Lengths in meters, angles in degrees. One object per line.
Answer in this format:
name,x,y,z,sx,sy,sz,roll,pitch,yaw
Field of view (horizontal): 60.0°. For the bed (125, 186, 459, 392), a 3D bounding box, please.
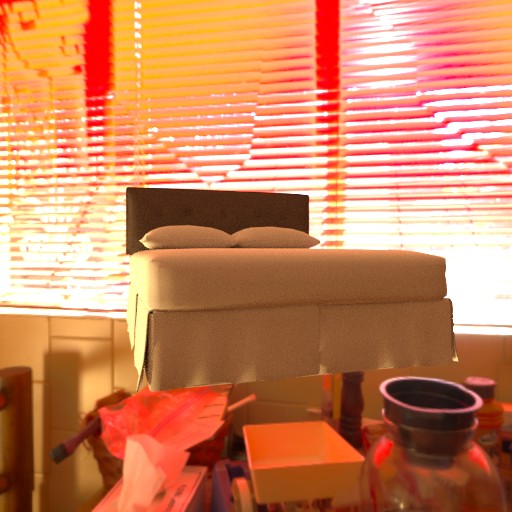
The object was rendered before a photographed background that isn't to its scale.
bed,0.000,0.000,2.894,1.610,1.089,1.894,0,1,-18
